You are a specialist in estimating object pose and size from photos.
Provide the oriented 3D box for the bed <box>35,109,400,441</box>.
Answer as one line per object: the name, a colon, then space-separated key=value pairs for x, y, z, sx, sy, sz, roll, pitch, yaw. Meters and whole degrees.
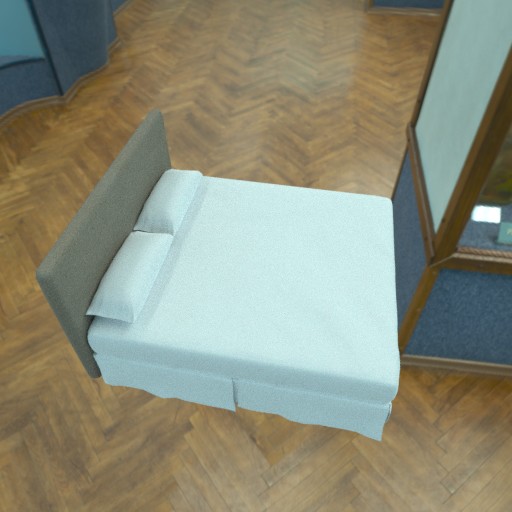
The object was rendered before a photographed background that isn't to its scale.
bed: x=0.000 y=0.000 z=3.606 sx=2.341 sy=1.317 sz=2.119 roll=8 pitch=47 yaw=7
